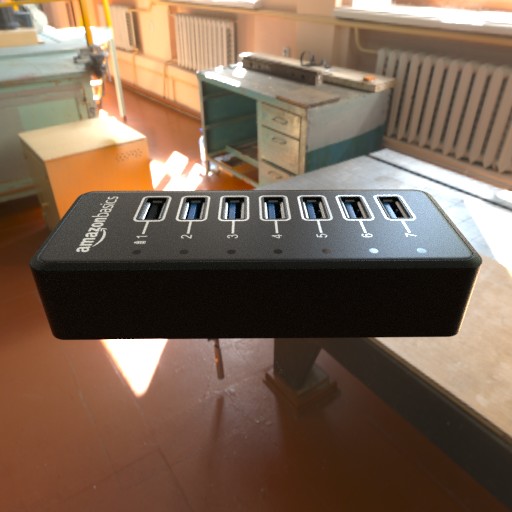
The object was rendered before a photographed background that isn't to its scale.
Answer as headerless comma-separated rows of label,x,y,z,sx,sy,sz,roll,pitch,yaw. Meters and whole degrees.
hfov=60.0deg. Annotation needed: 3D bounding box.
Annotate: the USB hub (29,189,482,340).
USB hub,0.000,0.000,0.128,0.110,0.023,0.044,0,33,-1
